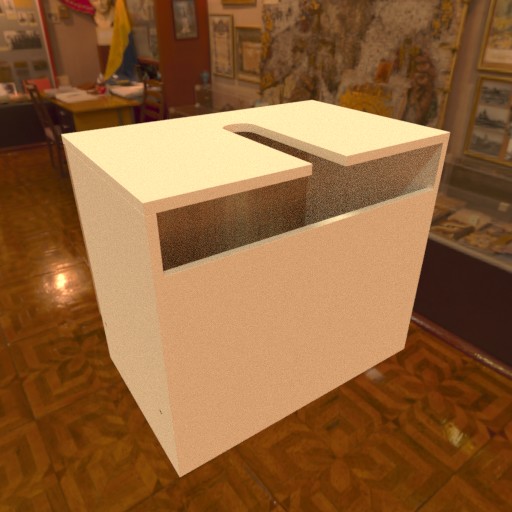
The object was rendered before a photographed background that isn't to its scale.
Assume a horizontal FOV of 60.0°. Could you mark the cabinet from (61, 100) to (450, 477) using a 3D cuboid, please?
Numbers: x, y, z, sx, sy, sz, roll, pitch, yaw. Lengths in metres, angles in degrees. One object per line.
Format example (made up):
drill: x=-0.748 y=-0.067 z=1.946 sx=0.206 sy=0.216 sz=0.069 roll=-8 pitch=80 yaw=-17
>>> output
cabinet: x=0.000 y=0.000 z=0.946 sx=0.600 sy=0.522 sz=0.400 roll=-19 pitch=34 yaw=-29
